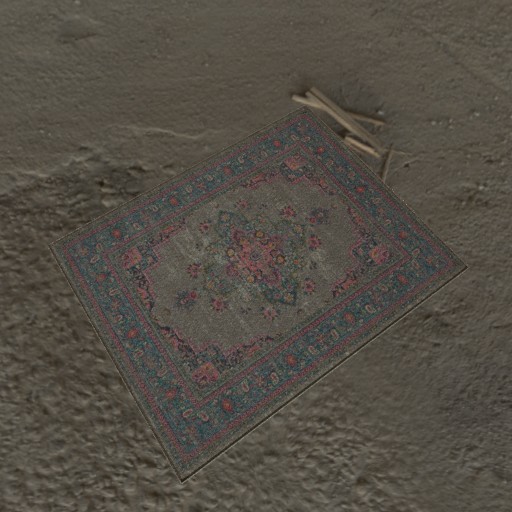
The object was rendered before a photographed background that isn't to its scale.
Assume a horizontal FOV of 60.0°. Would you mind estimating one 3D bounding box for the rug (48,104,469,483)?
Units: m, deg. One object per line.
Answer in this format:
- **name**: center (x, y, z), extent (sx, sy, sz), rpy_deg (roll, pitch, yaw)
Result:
- **rug**: center (0.000, 0.000, 4.088), extent (3.057, 0.013, 2.434), rpy_deg (-32, 68, -15)
